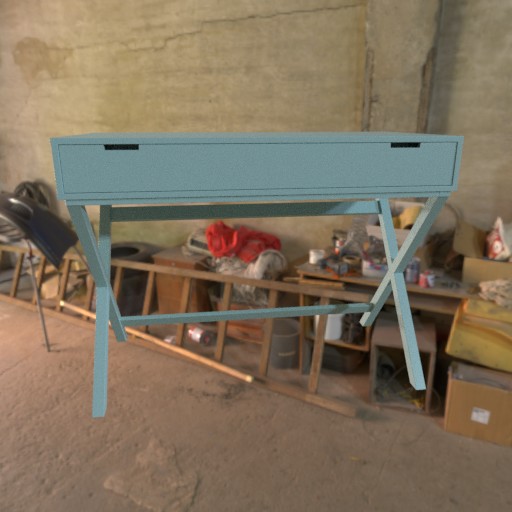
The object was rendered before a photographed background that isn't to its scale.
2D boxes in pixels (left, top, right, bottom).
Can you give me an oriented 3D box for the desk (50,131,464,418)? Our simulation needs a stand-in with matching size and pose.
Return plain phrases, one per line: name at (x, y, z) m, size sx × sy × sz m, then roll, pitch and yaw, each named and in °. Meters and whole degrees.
desk at (0.000, 0.000, 1.472) m, size 1.059 × 0.780 × 0.509 m, roll -2°, pitch 17°, yaw -7°
